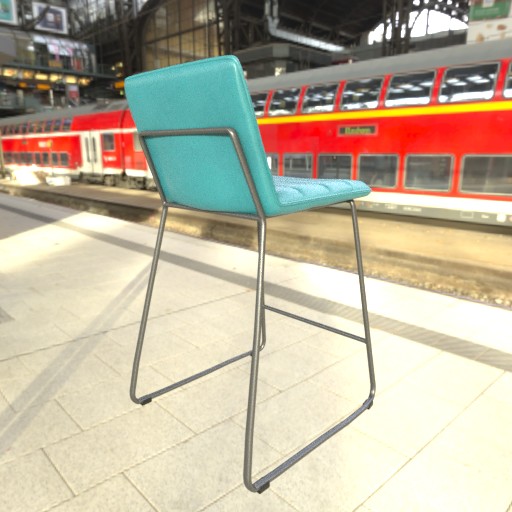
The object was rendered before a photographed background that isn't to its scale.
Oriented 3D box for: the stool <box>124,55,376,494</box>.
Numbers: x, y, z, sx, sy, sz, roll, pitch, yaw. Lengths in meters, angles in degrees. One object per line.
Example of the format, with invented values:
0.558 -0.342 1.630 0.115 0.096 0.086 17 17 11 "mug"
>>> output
0.000 0.000 1.153 0.524 0.866 0.489 -13 19 -43 "stool"
